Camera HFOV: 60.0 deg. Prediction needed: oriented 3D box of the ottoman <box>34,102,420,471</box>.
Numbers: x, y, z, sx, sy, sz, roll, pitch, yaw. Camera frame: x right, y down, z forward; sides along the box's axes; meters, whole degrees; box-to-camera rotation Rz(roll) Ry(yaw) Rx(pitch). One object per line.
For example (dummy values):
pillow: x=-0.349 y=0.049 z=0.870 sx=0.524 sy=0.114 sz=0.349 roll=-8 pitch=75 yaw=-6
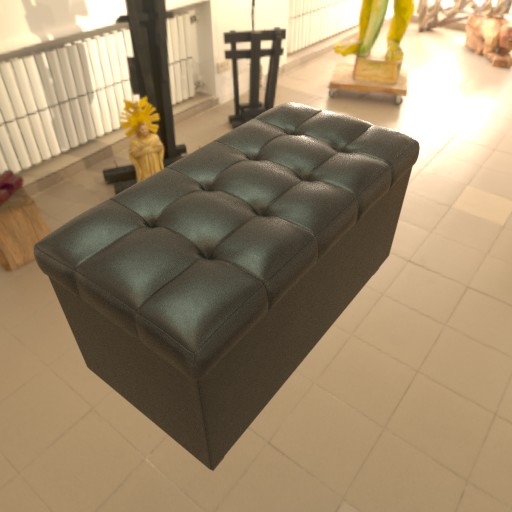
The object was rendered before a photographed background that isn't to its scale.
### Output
ottoman: x=0.000 y=0.000 z=1.098 sx=0.432 sy=0.470 sz=0.838 roll=27 pitch=48 yaw=27
